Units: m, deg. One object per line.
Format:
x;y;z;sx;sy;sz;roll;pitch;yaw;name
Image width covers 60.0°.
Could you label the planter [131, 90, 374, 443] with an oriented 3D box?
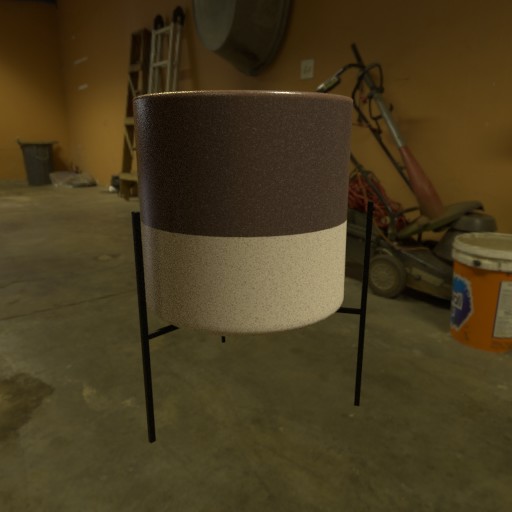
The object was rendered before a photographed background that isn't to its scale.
0.000;0.000;0.530;0.260;0.353;0.250;2;16;7;planter
